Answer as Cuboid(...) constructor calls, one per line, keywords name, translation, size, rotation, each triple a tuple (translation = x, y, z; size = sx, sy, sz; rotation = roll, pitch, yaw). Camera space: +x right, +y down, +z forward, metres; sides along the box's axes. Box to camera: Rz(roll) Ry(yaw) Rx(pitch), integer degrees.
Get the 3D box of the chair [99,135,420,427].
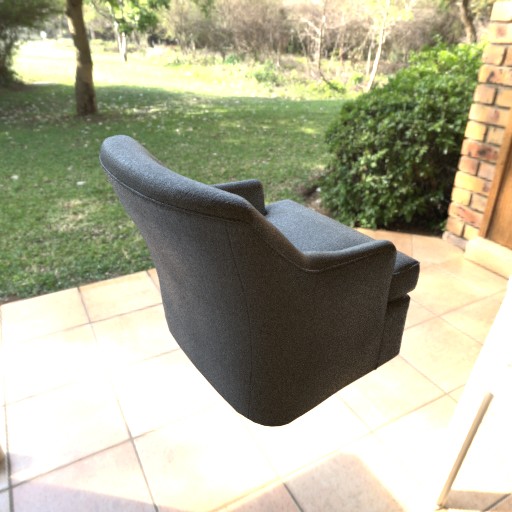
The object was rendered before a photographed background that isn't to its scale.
Cuboid(name="chair", translation=(0.000, 0.000, 1.610), size=(0.923, 0.856, 0.864), rotation=(-18, 33, -30))
